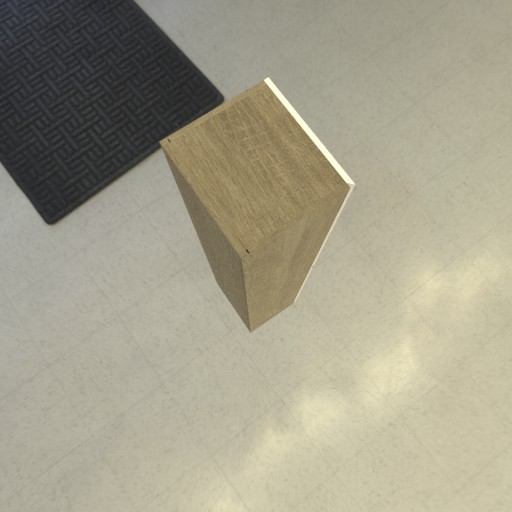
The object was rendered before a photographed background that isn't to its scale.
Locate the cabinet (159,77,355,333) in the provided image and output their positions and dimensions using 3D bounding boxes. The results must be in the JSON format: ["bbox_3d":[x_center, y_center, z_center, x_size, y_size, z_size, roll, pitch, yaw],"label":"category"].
[{"bbox_3d":[0.000,0.000,1.561,0.270,1.400,0.300,-33,77,-9],"label":"cabinet"}]
